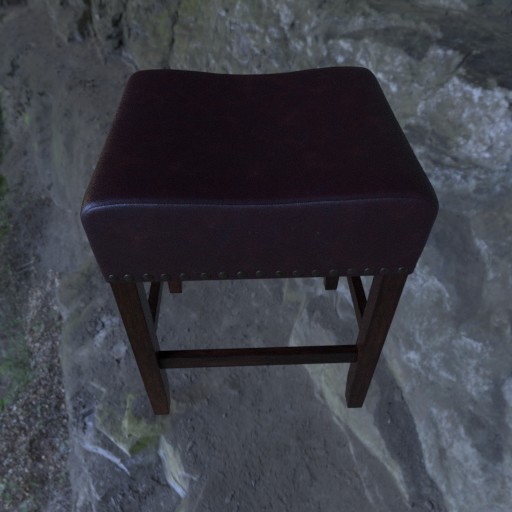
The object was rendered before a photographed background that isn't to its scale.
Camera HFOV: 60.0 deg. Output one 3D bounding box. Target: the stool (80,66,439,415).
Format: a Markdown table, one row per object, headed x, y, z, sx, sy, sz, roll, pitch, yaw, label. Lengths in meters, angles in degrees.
| x | y | z | sx | sy | sz | roll | pitch | yaw | label |
| --- | --- | --- | --- | --- | --- | --- | --- | --- | --- |
| 0.000 | 0.000 | 0.895 | 0.465 | 0.608 | 0.397 | -2 | 46 | -1 | stool |
